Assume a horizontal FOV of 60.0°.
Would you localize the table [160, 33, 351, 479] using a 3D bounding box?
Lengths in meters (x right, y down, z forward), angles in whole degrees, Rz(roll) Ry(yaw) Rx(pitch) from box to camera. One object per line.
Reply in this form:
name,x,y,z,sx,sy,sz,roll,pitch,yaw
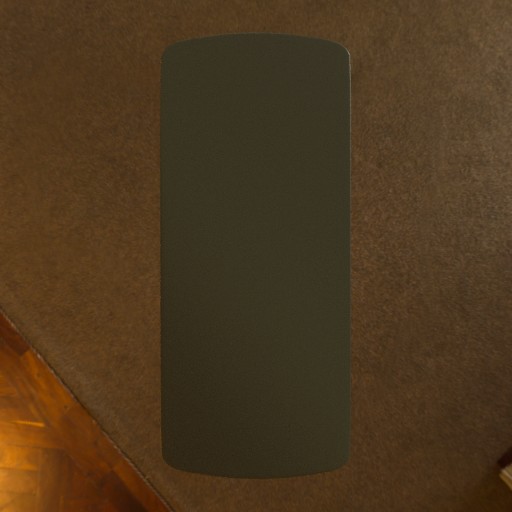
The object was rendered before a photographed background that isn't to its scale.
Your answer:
table,0.000,0.000,1.549,0.571,0.457,1.333,0,90,1
